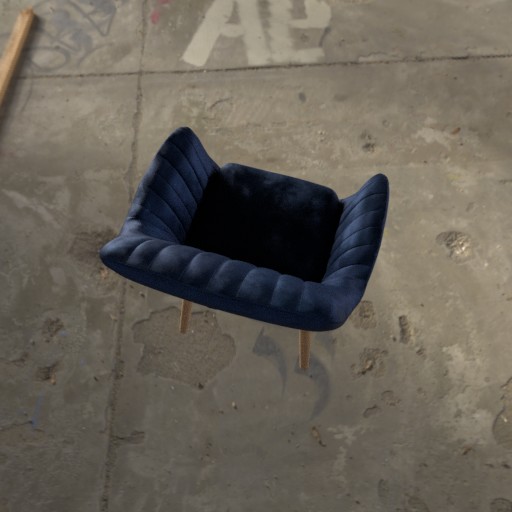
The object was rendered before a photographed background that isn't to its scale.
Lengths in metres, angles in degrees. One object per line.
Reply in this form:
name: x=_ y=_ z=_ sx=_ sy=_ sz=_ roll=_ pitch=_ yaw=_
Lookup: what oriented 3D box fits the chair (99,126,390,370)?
chair: x=0.000 y=0.000 z=1.207 sx=0.578 sy=0.826 sz=0.573 roll=15 pitch=65 yaw=7
